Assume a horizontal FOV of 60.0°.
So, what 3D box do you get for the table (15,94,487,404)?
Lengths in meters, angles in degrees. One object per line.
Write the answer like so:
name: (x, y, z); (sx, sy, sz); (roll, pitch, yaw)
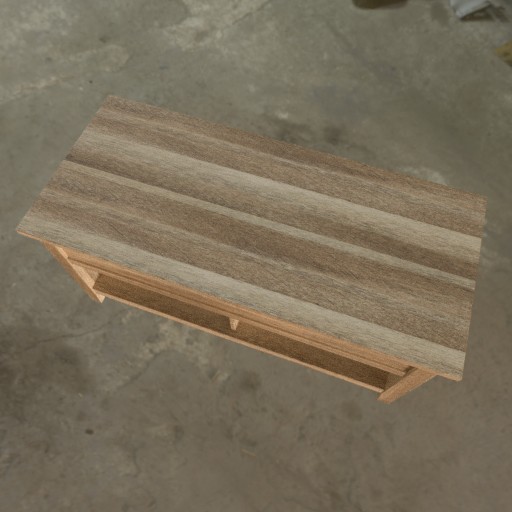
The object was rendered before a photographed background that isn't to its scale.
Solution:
table: (0.000, 0.000, 1.336); (1.095, 0.480, 0.493); (18, 64, 9)
